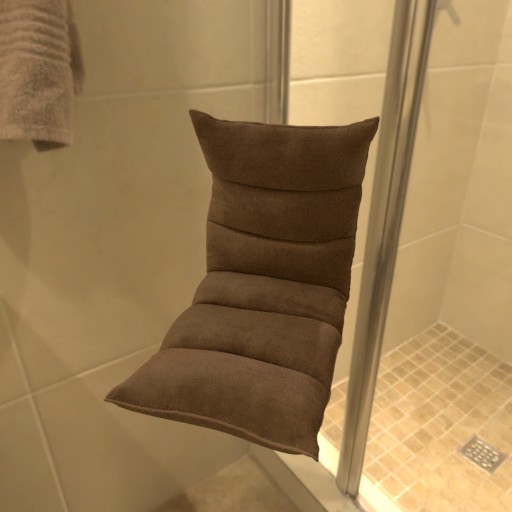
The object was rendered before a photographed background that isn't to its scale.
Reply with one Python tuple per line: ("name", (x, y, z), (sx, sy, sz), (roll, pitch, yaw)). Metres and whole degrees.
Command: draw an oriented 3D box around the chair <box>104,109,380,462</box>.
("chair", (0.000, 0.000, 1.576), (0.714, 0.892, 0.985), (8, 28, 15))
